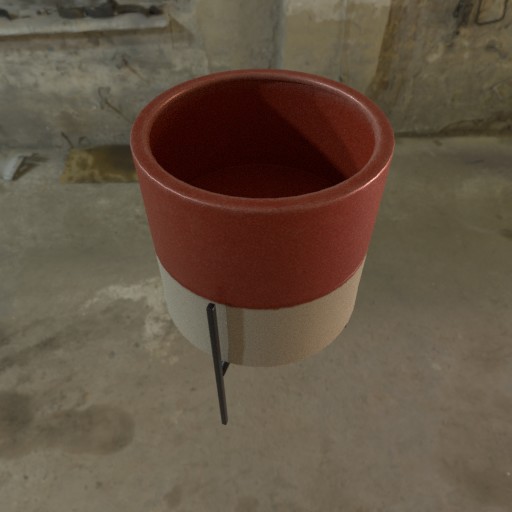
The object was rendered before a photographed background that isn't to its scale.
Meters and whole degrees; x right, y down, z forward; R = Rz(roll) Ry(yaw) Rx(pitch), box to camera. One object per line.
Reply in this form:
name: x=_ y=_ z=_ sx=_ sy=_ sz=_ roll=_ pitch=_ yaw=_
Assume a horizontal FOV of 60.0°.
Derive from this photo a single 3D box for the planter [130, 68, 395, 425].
planter: x=0.000 y=0.000 z=0.527 sx=0.235 sy=0.354 sz=0.251 roll=-32 pitch=55 yaw=-27
